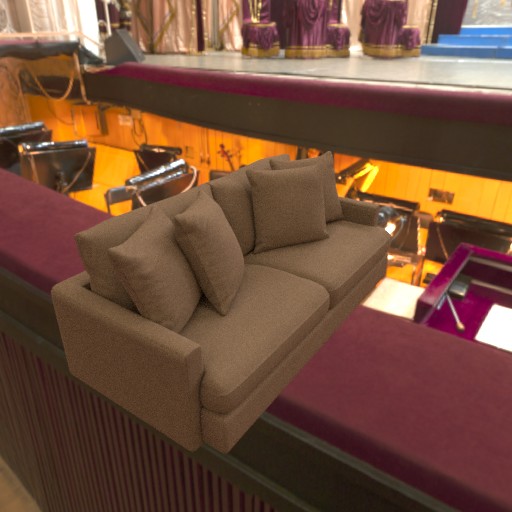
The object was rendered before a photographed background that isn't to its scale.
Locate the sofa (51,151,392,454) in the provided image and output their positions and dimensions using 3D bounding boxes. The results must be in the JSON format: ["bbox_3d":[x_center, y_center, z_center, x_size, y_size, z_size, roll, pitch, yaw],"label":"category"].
[{"bbox_3d":[0.000,0.000,3.101,1.228,1.084,2.380,17,32,31],"label":"sofa"}]
